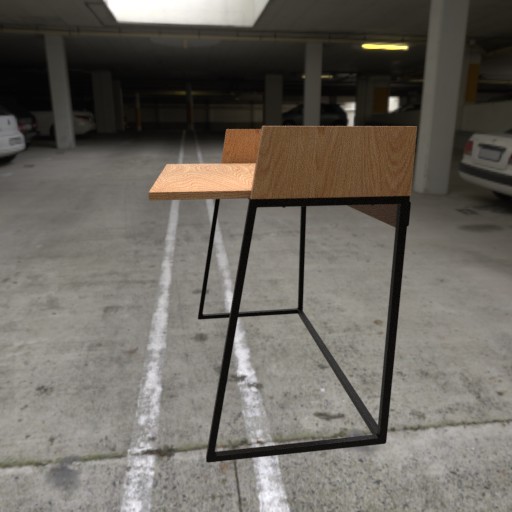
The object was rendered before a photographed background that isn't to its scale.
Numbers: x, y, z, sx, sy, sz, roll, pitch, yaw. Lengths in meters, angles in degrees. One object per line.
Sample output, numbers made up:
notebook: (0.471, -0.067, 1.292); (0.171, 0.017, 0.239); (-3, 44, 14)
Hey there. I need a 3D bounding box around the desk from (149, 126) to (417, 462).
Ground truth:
desk: (0.000, 0.000, 1.915); (0.769, 1.061, 1.191); (-2, 16, -8)
